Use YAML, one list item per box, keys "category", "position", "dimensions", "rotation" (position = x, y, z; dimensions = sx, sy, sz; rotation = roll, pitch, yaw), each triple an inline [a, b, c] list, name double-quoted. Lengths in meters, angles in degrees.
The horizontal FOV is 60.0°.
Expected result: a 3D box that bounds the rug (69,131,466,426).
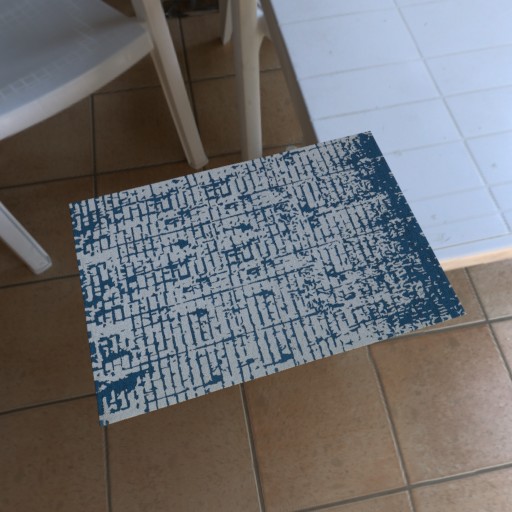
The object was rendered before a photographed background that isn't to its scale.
- category: "rug"
  position: [0.000, 0.000, 2.350]
  dimensions: [1.828, 0.007, 1.220]
  rotation: [-15, 66, -7]
